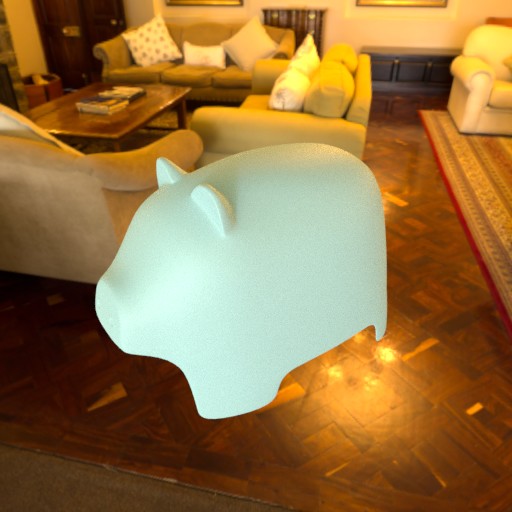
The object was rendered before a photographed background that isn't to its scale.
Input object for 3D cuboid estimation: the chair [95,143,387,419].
[{"bbox_3d":[0.000,0.000,0.874,0.619,0.423,0.364,-22,39,-30],"label":"chair"}]
